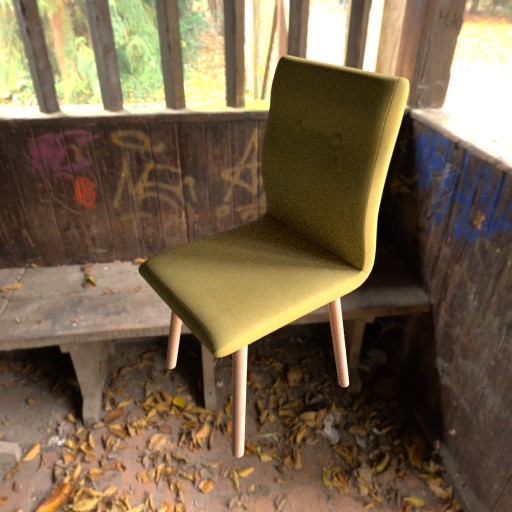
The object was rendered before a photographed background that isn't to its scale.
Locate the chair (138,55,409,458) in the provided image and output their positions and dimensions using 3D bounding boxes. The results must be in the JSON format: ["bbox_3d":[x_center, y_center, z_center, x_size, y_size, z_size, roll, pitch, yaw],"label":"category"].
[{"bbox_3d":[0.000,0.000,1.268,0.550,0.965,0.450,-22,38,-30],"label":"chair"}]
